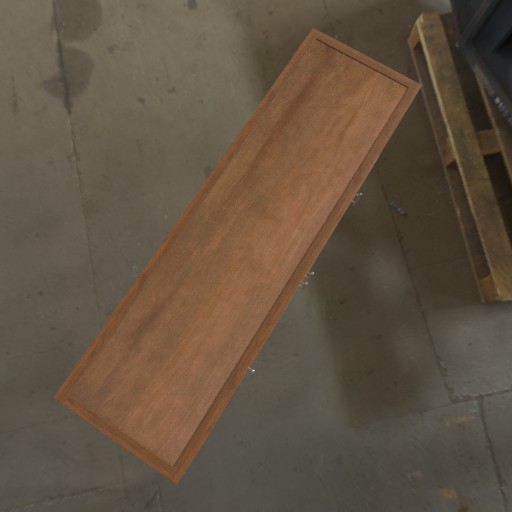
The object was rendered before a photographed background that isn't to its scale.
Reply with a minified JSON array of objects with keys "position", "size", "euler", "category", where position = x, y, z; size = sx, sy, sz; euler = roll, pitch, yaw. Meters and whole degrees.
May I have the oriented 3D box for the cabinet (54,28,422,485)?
[{"position":[0.000,0.000,2.010],"size":[0.522,0.820,1.708],"euler":[31,79,7],"category":"cabinet"}]
